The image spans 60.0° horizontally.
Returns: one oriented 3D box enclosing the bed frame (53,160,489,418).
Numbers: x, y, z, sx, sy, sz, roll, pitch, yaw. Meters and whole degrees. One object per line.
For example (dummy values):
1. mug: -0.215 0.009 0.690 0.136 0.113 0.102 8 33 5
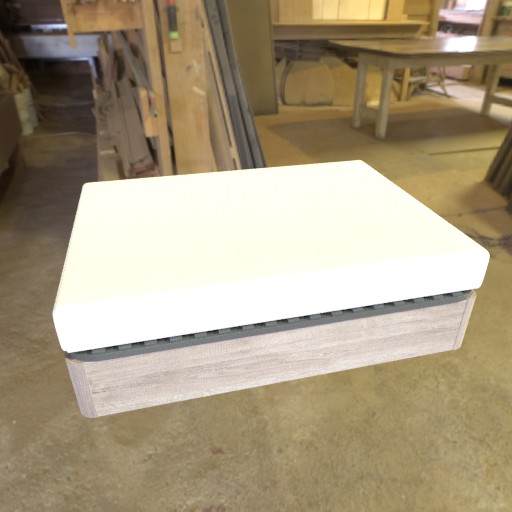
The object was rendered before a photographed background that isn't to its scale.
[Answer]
1. bed frame: 0.000 0.000 2.524 1.900 0.561 1.400 -7 31 -12
